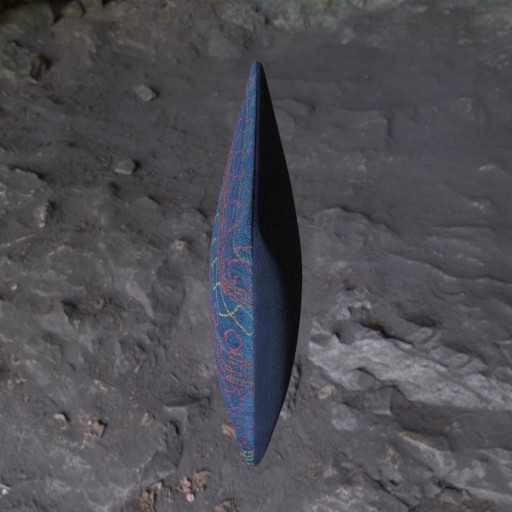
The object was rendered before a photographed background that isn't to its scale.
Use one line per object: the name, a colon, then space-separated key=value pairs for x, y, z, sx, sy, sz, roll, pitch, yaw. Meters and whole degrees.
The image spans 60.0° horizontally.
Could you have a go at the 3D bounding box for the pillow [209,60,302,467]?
pillow: x=0.000 y=0.000 z=0.655 sx=0.141 sy=0.431 sz=0.431 roll=0 pitch=40 yaw=1
